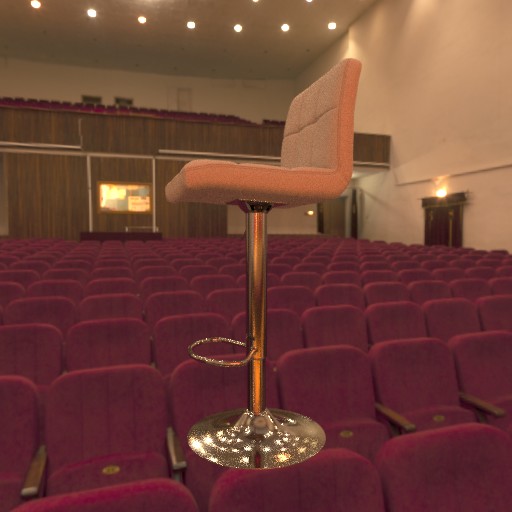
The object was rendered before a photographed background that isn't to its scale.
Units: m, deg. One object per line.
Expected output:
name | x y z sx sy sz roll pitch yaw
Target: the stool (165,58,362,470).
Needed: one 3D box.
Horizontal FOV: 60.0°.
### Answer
stool | 0.000 0.000 1.353 0.505 1.115 0.430 -1 2 -18
